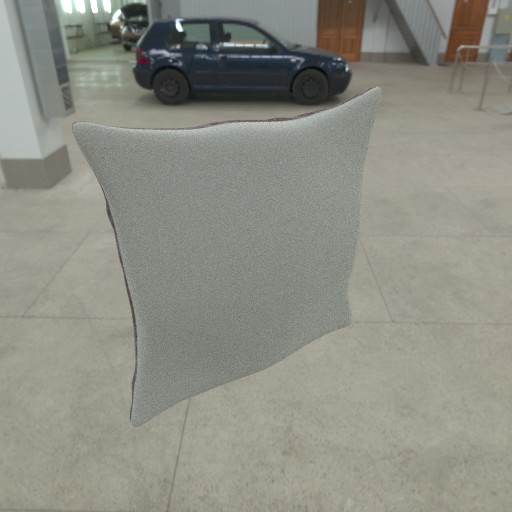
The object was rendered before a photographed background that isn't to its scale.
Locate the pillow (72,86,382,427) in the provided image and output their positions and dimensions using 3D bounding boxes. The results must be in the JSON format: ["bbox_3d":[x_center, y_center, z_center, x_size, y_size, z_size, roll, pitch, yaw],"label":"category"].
[{"bbox_3d":[0.000,0.000,0.761,0.514,0.513,0.163,-18,34,-29],"label":"pillow"}]
